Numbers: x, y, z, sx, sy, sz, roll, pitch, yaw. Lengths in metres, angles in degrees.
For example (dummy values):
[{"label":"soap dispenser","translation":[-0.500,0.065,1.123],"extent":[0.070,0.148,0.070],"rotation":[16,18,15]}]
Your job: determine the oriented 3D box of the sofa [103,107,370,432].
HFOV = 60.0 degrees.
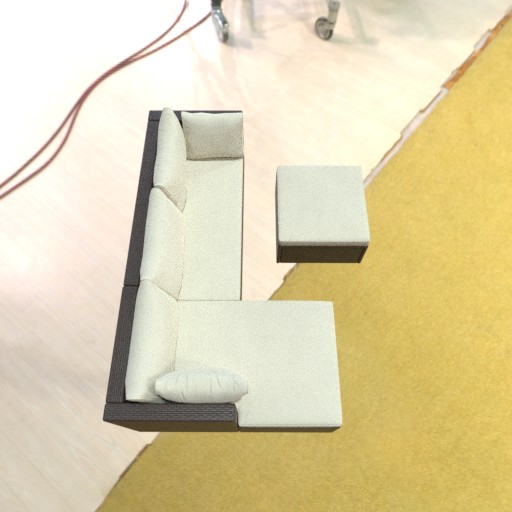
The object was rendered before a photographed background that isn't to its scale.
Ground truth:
[{"label":"sofa","translation":[0.000,0.000,3.036],"extent":[1.612,0.766,2.192],"rotation":[0,63,0]}]
